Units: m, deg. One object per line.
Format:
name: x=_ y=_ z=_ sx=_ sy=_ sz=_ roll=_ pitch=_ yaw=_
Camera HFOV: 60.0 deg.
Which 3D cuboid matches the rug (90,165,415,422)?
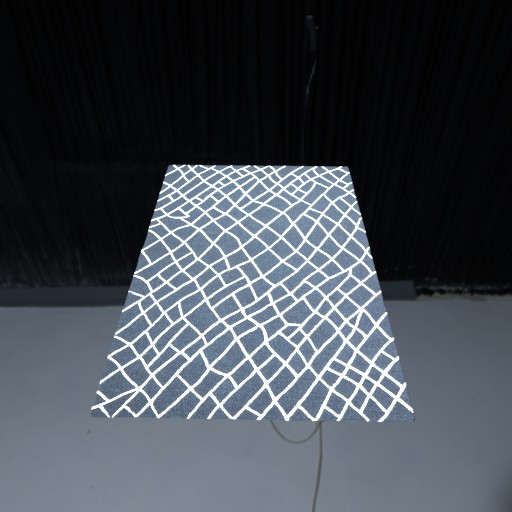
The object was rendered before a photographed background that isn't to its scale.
rug: x=0.000 y=0.000 z=2.334 sx=1.223 sy=0.013 sz=1.830 roll=1 pitch=42 yaw=1
